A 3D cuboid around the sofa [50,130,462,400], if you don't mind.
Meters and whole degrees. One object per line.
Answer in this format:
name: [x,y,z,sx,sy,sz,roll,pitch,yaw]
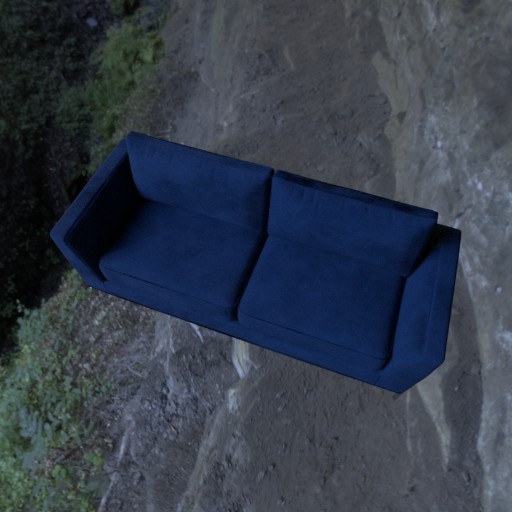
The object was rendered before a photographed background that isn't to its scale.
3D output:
sofa: [0.000,0.000,2.724,2.212,0.998,0.853,17,59,11]
